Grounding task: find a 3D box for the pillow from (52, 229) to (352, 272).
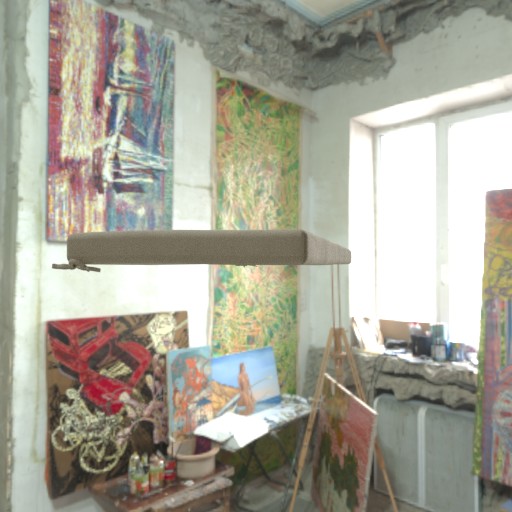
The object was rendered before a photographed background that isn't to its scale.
[{"bbox_3d":[0.000,0.000,1.312,0.492,0.081,1.187,0,-1,16],"label":"pillow"}]
